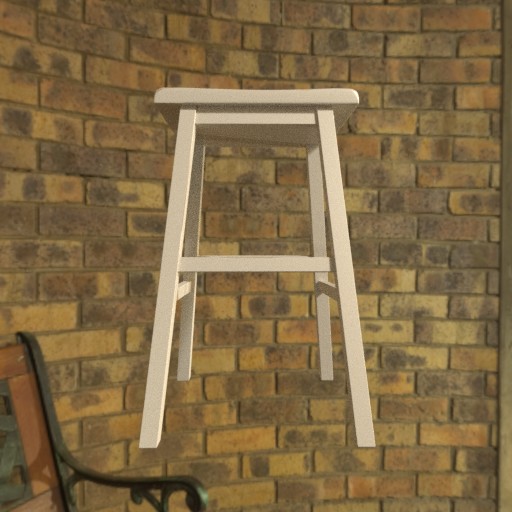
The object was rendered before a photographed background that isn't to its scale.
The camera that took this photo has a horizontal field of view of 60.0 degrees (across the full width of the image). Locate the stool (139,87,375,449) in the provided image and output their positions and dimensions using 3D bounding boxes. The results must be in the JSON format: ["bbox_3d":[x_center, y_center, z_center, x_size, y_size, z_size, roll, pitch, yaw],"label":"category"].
[{"bbox_3d":[0.000,0.000,1.089,0.457,0.737,0.476,0,1,-1],"label":"stool"}]
